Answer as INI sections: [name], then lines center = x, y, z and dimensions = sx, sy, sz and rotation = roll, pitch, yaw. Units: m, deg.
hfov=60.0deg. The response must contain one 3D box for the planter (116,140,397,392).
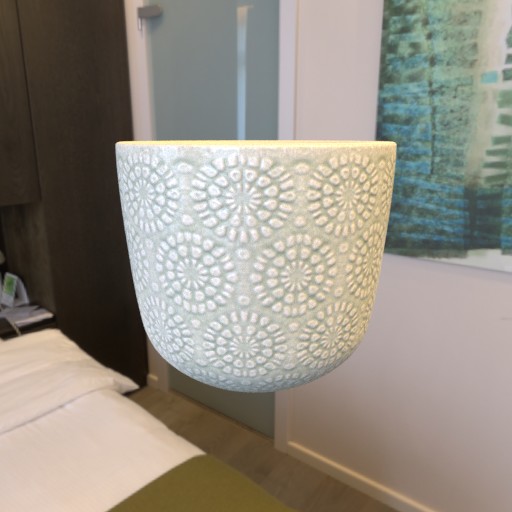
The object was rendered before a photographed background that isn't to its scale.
[planter]
center = 0.000, 0.000, 0.218
dimensions = 0.124, 0.109, 0.124
rotation = 0, 15, 0
